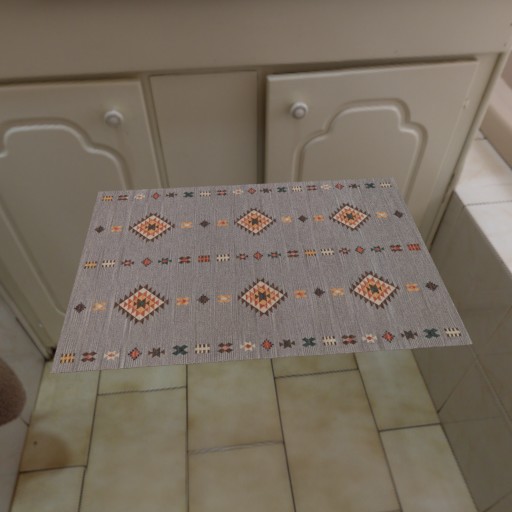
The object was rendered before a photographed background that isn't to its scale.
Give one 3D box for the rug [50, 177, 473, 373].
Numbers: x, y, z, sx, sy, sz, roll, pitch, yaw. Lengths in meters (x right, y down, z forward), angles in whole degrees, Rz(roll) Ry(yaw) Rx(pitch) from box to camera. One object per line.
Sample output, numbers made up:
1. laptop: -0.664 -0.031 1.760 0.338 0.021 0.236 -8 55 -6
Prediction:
1. rug: 0.000 0.000 2.316 1.818 0.005 1.217 -3 47 -3
